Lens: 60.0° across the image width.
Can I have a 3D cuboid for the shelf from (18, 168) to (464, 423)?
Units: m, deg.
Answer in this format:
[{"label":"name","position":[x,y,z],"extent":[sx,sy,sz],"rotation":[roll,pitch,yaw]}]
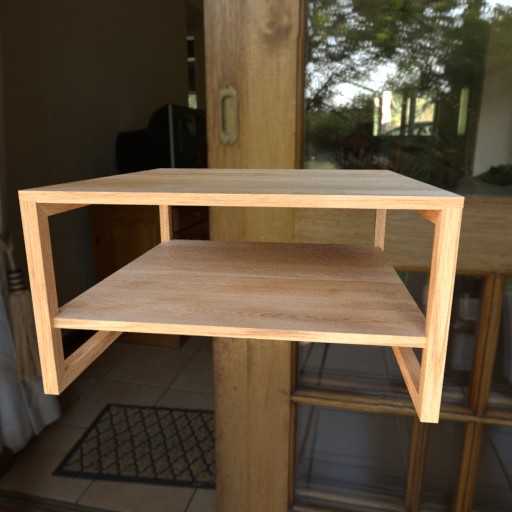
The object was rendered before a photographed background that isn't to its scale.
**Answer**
[{"label":"shelf","position":[0.000,0.000,1.372],"extent":[0.899,0.480,0.899],"rotation":[2,14,7]}]
